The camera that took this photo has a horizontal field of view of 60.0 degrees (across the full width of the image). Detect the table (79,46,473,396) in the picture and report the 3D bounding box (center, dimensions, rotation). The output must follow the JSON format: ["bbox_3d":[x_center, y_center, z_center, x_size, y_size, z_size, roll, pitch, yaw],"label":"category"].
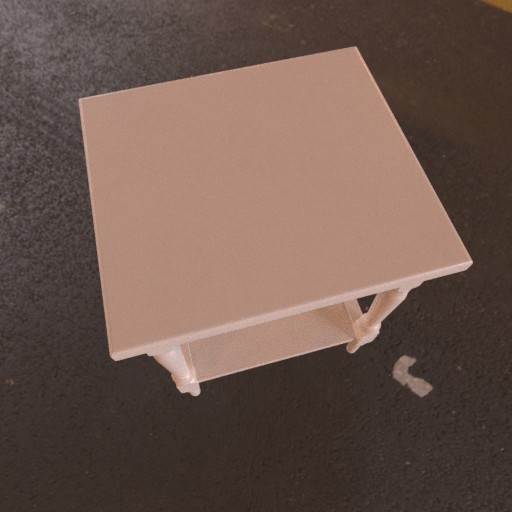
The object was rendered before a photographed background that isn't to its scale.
[{"bbox_3d":[0.000,0.000,0.912,0.488,0.565,0.442,-14,64,-7],"label":"table"}]
